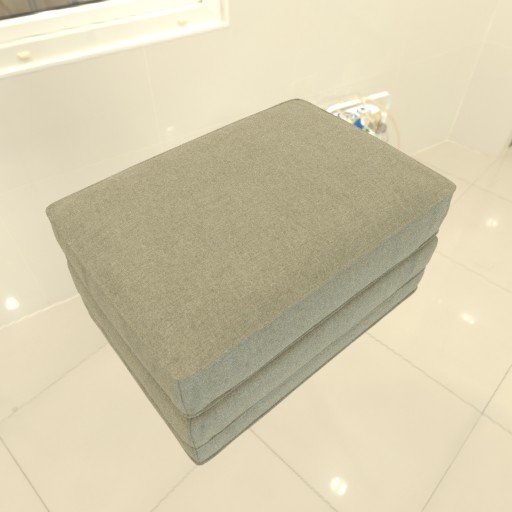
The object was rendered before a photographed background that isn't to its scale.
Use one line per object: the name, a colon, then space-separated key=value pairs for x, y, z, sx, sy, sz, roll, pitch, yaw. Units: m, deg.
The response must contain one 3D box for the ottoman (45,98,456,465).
ottoman: x=0.000 y=0.000 z=1.207 sx=0.848 sy=0.508 sz=0.611 roll=-31 pitch=55 yaw=-26
